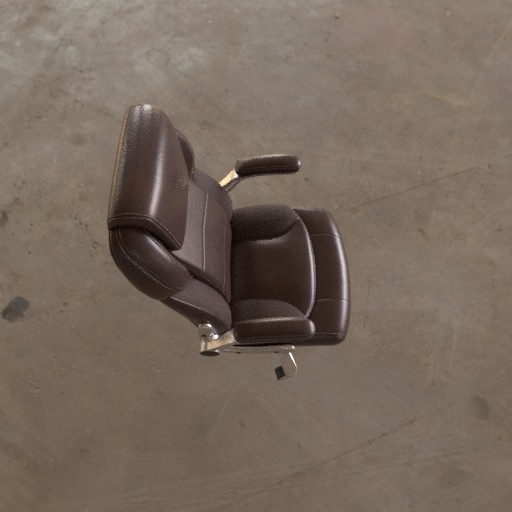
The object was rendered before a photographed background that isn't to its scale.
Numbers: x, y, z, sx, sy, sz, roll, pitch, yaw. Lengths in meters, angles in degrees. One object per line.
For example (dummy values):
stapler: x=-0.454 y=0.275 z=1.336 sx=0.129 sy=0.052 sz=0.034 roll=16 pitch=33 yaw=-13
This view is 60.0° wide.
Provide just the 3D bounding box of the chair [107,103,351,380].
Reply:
chair: x=0.000 y=0.000 z=1.659 sx=0.774 sy=1.160 sz=0.733 roll=-1 pitch=62 yaw=0
